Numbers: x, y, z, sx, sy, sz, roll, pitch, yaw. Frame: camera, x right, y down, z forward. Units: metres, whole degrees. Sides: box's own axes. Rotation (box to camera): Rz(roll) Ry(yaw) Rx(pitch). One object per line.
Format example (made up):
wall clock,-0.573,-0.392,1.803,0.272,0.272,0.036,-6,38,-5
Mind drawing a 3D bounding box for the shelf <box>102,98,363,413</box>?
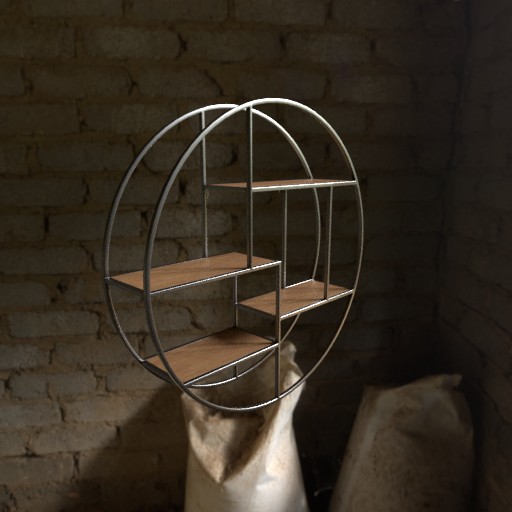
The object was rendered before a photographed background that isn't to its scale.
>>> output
shelf,0.000,0.000,1.344,0.202,0.888,0.888,12,17,43
